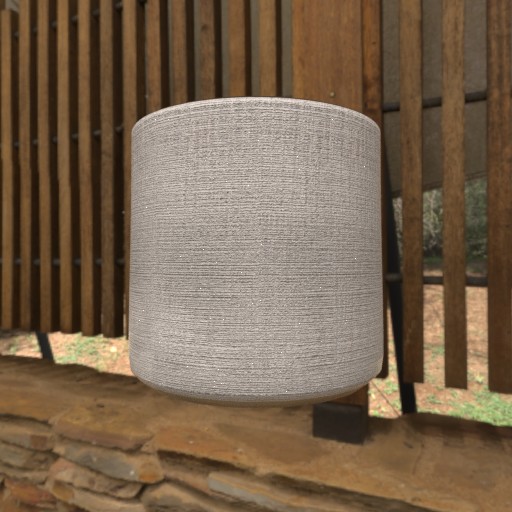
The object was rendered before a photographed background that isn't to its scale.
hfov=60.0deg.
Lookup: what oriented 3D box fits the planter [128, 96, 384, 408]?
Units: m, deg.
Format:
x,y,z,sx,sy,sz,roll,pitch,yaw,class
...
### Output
x,y,z,sx,sy,sz,roll,pitch,yaw,class
0.000,0.000,0.290,0.160,0.156,0.160,0,-1,0,planter
